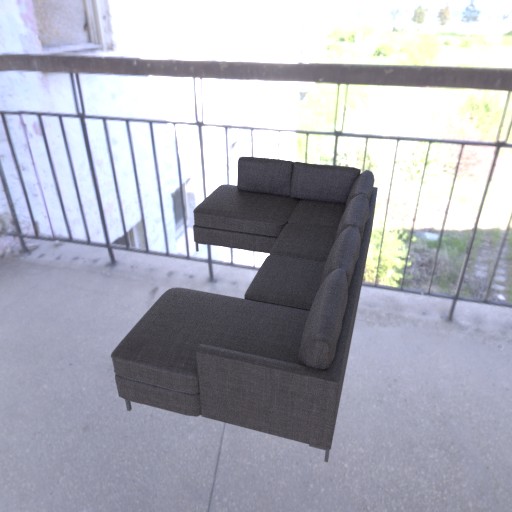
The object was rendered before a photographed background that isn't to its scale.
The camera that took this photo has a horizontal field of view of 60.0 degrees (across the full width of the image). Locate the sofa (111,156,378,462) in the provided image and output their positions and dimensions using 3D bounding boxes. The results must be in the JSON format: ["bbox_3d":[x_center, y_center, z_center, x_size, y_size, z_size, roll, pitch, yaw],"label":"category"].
[{"bbox_3d":[0.000,0.000,4.330,2.048,0.999,3.423,9,31,15],"label":"sofa"}]
